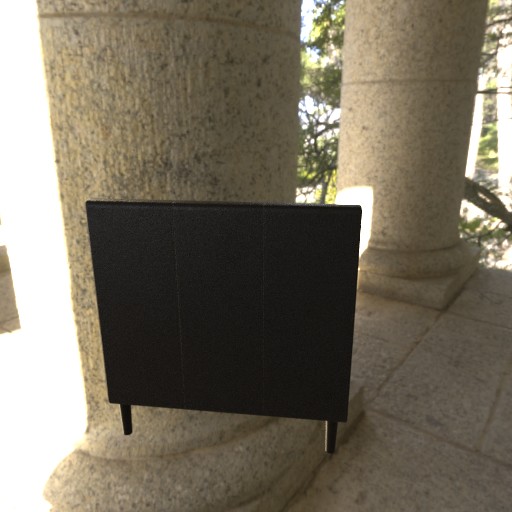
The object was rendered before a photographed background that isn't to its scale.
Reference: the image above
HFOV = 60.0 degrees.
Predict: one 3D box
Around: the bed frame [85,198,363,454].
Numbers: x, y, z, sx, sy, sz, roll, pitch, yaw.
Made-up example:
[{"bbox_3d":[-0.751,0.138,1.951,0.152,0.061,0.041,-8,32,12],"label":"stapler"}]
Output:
[{"bbox_3d":[0.000,0.000,2.582,1.038,1.046,2.152,2,18,7],"label":"bed frame"}]
